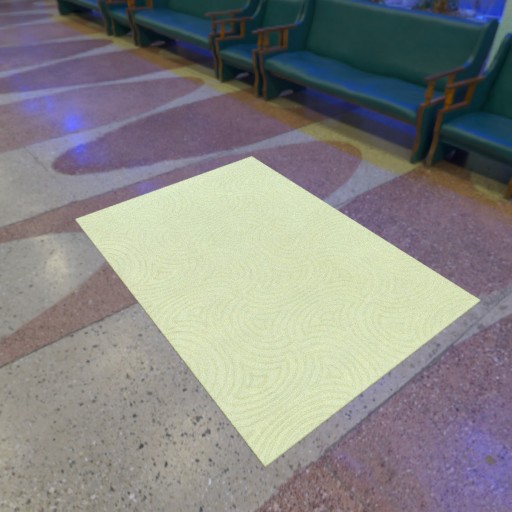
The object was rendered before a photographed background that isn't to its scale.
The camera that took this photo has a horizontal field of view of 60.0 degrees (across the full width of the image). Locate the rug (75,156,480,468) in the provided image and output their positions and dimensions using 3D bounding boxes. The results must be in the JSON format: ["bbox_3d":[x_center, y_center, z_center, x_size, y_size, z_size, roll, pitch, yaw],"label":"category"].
[{"bbox_3d":[0.000,0.000,2.768,1.526,0.015,2.132,-26,47,-28],"label":"rug"}]
